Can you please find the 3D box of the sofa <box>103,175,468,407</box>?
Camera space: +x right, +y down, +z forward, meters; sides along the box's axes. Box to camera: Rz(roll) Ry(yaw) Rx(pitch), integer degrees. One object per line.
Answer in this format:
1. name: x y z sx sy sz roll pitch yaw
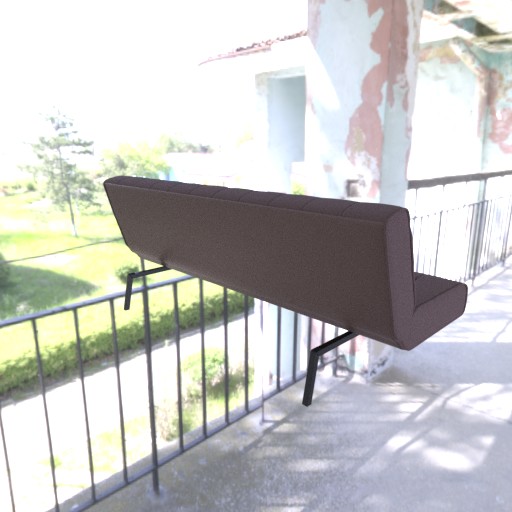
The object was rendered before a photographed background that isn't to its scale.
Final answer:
1. sofa: 0.000 0.000 2.119 0.747 0.699 1.703 -14 20 -43
